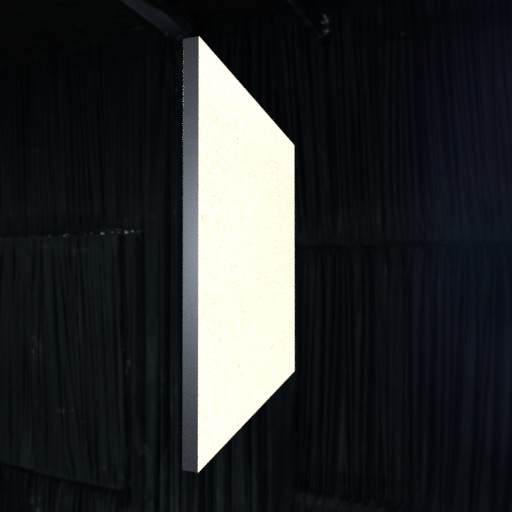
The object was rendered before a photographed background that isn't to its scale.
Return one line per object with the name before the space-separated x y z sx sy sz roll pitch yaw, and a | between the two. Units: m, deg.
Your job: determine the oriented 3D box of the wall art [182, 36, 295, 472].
wall art | 0.000 0.000 1.160 0.031 0.775 0.773 0 -1 18
